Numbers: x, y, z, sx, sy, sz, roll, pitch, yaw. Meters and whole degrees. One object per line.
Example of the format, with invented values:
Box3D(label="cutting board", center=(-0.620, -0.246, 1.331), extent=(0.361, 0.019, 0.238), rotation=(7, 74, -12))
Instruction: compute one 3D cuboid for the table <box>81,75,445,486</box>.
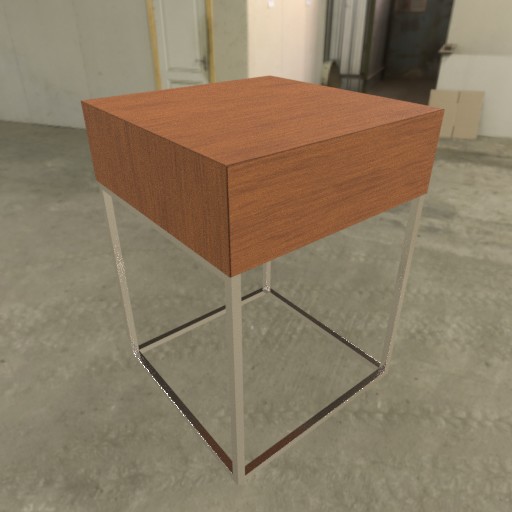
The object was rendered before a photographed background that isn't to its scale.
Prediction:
Box3D(label="table", center=(0.000, 0.000, 0.818), extent=(0.397, 0.540, 0.398), rotation=(-22, 37, -33))
